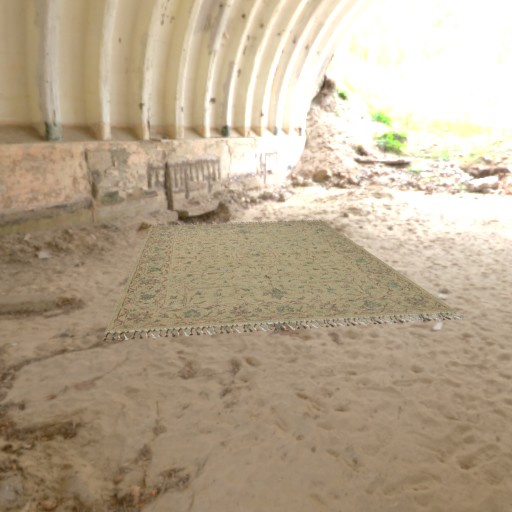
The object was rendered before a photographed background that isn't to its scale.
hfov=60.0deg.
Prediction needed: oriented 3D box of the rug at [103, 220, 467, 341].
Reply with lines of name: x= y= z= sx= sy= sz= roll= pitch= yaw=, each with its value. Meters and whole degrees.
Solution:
rug: x=0.000 y=0.000 z=2.310 sx=1.247 sy=0.008 sz=1.802 roll=-2 pitch=16 yaw=-8
